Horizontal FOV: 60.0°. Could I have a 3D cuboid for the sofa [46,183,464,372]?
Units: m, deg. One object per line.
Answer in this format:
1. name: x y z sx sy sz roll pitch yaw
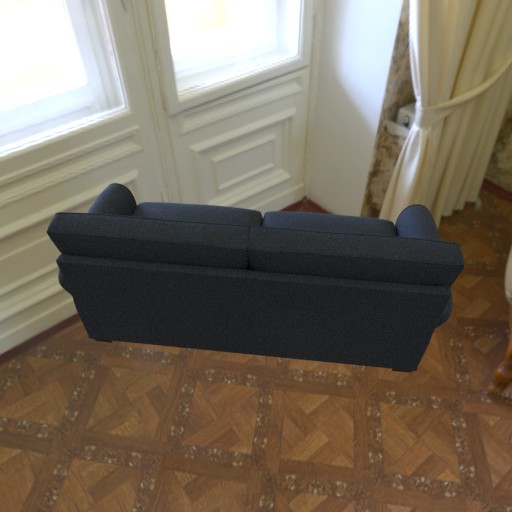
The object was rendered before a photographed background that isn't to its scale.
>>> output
1. sofa: 0.000 0.000 2.938 2.391 1.026 0.954 5 45 5
